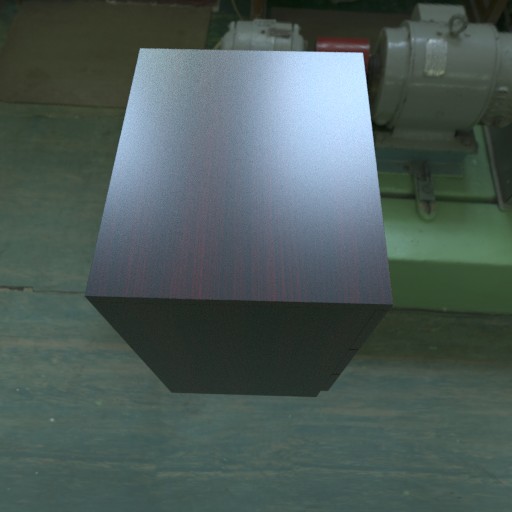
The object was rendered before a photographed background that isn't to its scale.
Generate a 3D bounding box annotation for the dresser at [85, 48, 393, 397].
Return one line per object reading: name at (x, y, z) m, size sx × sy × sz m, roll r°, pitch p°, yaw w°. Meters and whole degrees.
dresser at (0.000, 0.000, 0.818) m, size 0.360 × 0.560 × 0.400 m, roll 2°, pitch 63°, yaw 1°
